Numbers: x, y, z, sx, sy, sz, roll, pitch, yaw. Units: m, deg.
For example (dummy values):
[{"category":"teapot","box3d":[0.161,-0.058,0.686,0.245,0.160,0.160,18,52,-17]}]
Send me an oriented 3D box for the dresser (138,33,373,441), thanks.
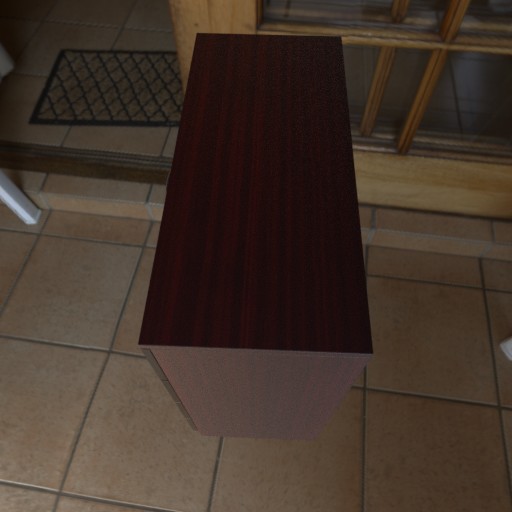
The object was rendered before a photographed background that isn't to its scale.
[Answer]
[{"category":"dresser","box3d":[0.000,0.000,1.125,0.360,0.720,0.750,2,59,1]}]
